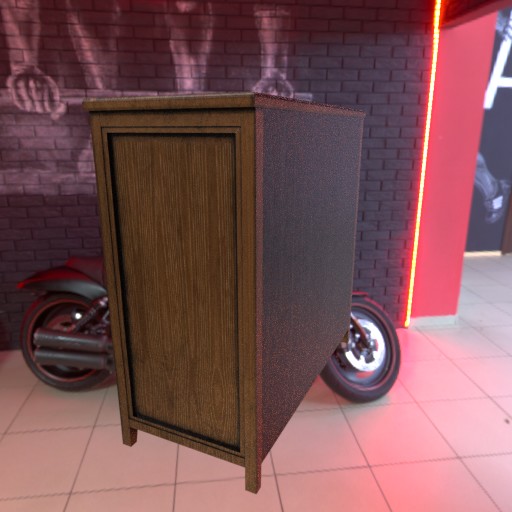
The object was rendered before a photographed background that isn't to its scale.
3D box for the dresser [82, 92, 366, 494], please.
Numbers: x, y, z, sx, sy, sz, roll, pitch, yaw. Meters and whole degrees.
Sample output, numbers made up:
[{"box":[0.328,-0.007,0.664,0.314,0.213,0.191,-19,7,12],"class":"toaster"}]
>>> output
[{"box":[0.000,0.000,1.908,0.591,1.224,1.250,7,18,25],"class":"dresser"}]
